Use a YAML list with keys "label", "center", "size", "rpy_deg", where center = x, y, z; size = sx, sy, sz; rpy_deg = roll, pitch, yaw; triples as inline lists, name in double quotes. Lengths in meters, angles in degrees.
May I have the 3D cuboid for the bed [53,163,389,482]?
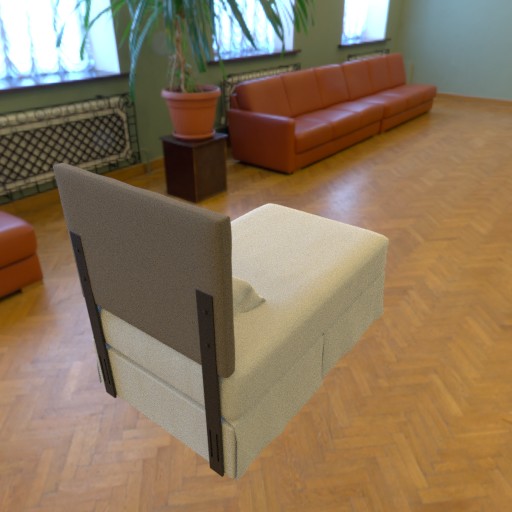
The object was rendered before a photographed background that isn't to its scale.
- label: "bed"
  center: [0.000, 0.000, 3.024]
  size: [1.261, 1.571, 1.997]
  rpy_deg: [20, 35, 32]
